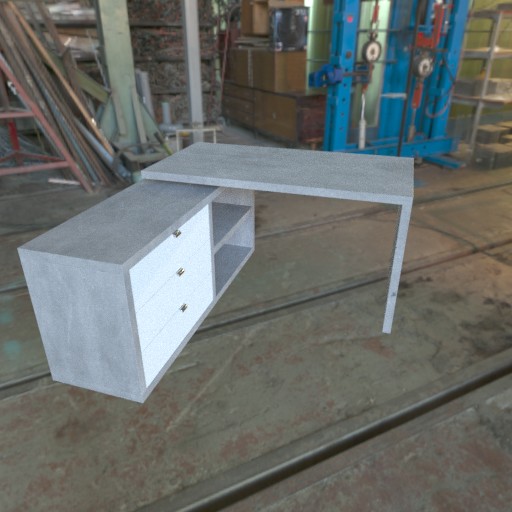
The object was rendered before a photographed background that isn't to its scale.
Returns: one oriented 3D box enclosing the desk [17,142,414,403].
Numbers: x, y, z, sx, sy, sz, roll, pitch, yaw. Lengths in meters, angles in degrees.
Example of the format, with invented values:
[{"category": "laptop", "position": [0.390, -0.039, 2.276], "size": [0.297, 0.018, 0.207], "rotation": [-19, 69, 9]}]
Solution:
[{"category": "desk", "position": [0.000, 0.000, 2.238], "size": [1.400, 0.740, 1.500], "rotation": [8, 28, 16]}]
